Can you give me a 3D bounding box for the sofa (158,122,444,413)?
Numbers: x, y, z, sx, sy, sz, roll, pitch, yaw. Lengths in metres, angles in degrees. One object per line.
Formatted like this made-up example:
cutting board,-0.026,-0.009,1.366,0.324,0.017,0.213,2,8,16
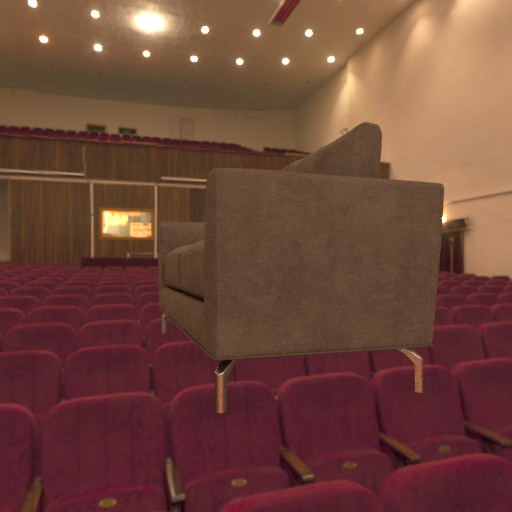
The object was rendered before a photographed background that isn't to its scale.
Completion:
sofa,0.000,0.000,2.308,0.855,1.013,1.832,0,-1,-18
